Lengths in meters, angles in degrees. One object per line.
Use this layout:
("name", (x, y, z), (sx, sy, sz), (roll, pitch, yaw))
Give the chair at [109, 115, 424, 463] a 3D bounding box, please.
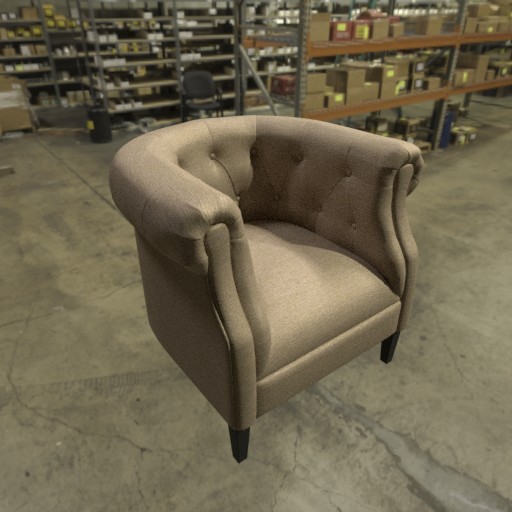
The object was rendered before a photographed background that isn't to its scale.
("chair", (0.000, 0.000, 1.575), (0.905, 0.827, 0.852), (-21, 36, -32))
